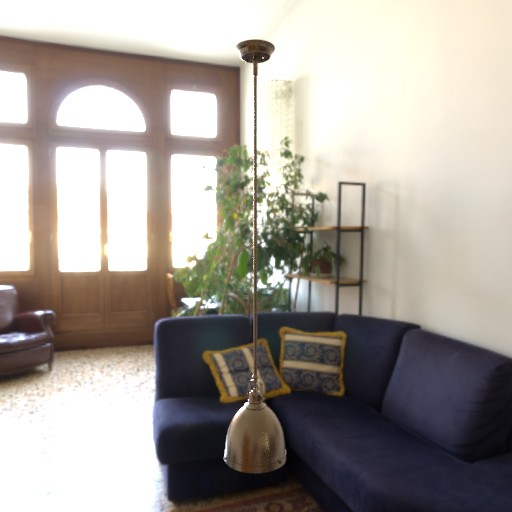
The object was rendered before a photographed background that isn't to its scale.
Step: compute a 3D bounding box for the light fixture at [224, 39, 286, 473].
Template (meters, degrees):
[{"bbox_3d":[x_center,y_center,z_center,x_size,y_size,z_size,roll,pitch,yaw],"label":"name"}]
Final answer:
[{"bbox_3d":[0.000,0.000,1.481,0.217,1.367,0.211,1,2,35],"label":"light fixture"}]
